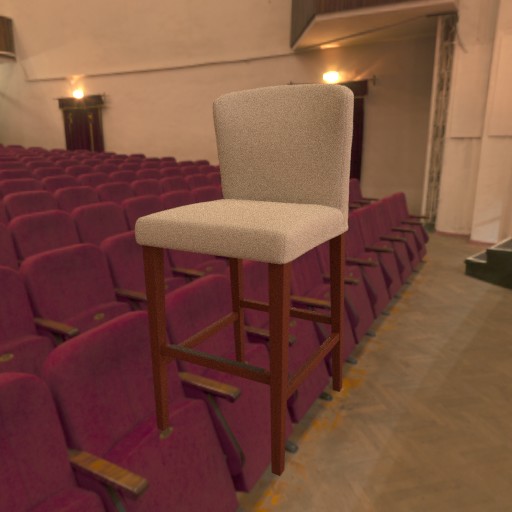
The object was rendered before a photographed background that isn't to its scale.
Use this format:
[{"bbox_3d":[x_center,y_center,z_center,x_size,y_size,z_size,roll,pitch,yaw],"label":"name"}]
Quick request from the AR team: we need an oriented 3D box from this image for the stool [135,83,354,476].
[{"bbox_3d":[0.000,0.000,1.392,0.481,1.069,0.568,8,16,28],"label":"stool"}]
